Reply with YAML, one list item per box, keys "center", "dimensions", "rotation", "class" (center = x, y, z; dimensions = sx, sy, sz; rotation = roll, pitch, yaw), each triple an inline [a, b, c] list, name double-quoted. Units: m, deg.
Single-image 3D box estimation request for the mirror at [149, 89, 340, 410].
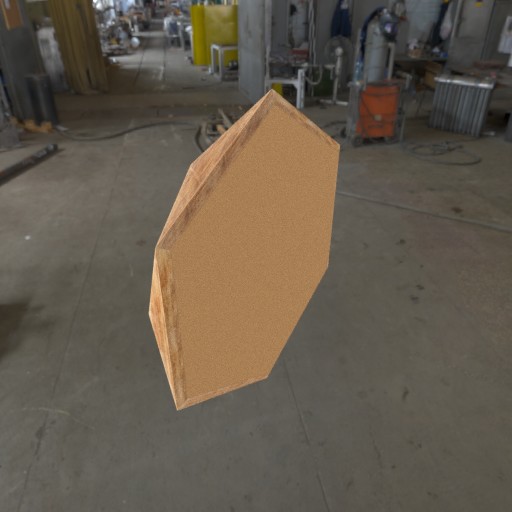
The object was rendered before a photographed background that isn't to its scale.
- center: [0.000, 0.000, 1.074]
  dimensions: [0.091, 0.779, 0.675]
  rotation: [20, 36, 30]
  class: "mirror"
